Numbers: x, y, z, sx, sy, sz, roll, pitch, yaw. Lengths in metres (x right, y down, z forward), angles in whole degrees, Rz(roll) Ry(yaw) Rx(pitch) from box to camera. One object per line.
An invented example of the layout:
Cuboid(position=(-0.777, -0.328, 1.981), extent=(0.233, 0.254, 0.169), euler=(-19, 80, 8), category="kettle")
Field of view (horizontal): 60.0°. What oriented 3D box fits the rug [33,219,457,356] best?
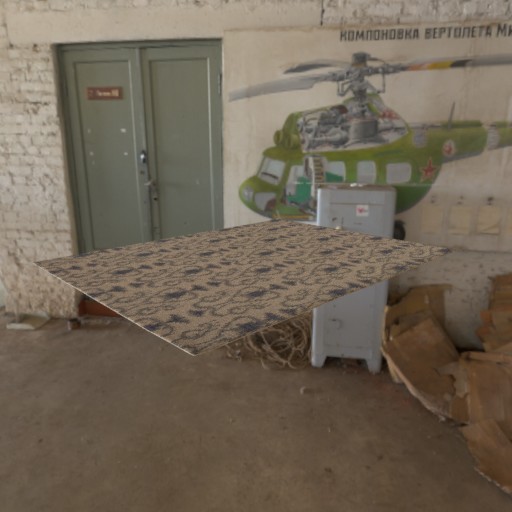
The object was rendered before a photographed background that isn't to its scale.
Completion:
Cuboid(position=(0.000, 0.000, 4.169), extent=(3.205, 0.015, 2.437), euler=(-14, 20, -42), category="rug")
